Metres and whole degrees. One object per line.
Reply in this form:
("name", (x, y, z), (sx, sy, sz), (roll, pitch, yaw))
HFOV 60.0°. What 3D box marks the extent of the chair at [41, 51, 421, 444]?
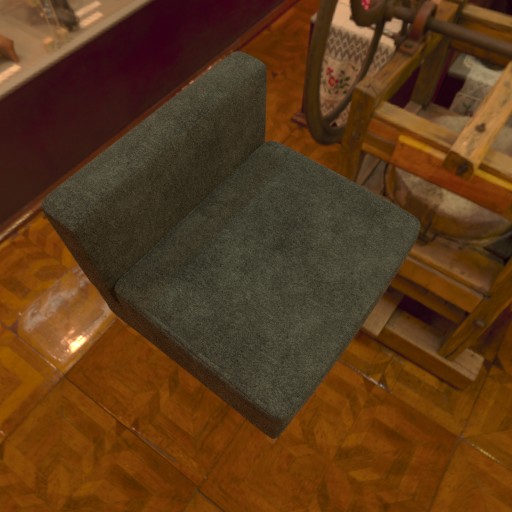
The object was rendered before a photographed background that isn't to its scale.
("chair", (0.000, 0.000, 1.228), (0.680, 0.660, 0.680), (33, 64, 18))
